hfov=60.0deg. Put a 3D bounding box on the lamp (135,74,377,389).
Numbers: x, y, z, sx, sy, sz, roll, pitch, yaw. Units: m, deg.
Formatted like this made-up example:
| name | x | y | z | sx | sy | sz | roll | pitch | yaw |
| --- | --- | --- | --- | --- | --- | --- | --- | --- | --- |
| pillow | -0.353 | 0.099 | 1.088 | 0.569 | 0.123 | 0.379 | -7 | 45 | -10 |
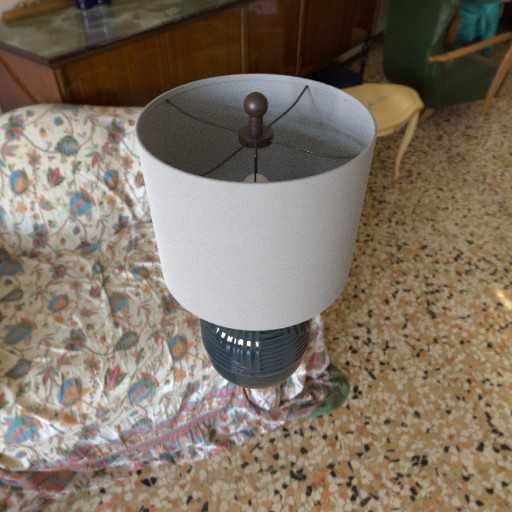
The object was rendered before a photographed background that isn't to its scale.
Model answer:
| name | x | y | z | sx | sy | sz | roll | pitch | yaw |
| --- | --- | --- | --- | --- | --- | --- | --- | --- | --- |
| lamp | 0.000 | 0.000 | 0.759 | 0.318 | 0.567 | 0.318 | 0 | 43 | 0 |
